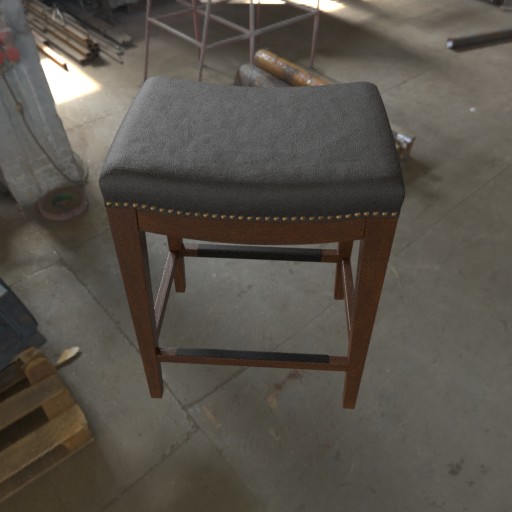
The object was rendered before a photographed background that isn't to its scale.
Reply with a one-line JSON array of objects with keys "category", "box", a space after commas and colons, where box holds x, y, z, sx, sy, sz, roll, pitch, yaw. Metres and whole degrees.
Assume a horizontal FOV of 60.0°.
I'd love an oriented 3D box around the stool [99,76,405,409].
[{"category": "stool", "box": [0.000, 0.000, 0.949, 0.490, 0.664, 0.353, 2, 46, 2]}]
